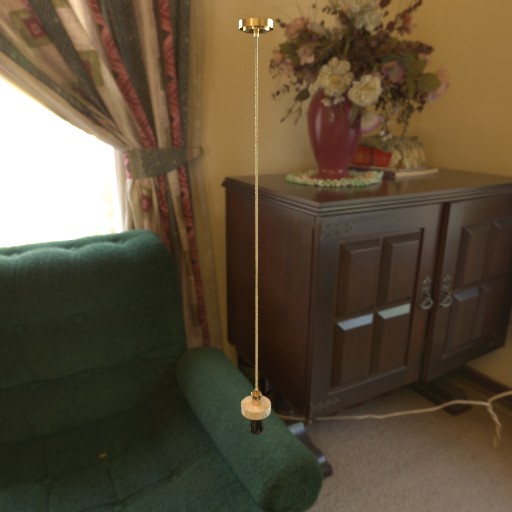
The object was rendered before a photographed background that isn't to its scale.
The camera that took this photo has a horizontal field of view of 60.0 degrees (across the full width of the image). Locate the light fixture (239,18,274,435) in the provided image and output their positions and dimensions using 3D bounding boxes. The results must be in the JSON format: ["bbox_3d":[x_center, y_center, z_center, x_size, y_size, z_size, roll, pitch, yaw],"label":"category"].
[{"bbox_3d":[0.000,0.000,1.753,0.129,1.669,0.129,16,23,42],"label":"light fixture"}]
